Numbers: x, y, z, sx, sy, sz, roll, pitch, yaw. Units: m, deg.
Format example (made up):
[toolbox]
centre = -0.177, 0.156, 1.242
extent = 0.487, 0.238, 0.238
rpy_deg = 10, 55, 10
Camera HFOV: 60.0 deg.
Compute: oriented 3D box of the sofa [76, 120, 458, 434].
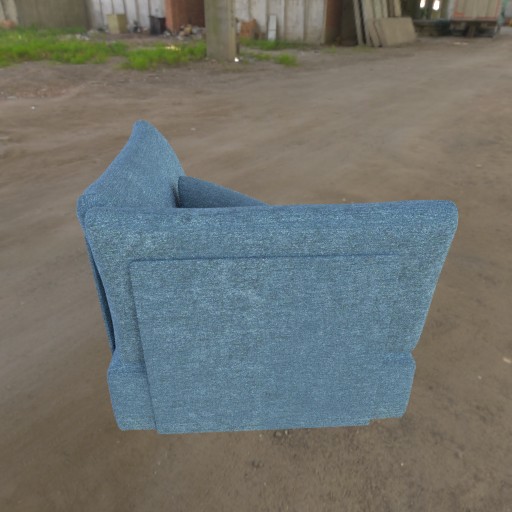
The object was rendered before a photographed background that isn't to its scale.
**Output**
[sofa]
centre = 0.000, 0.000, 1.689
extent = 1.000, 0.820, 1.000
rpy_deg = -1, 30, -3
